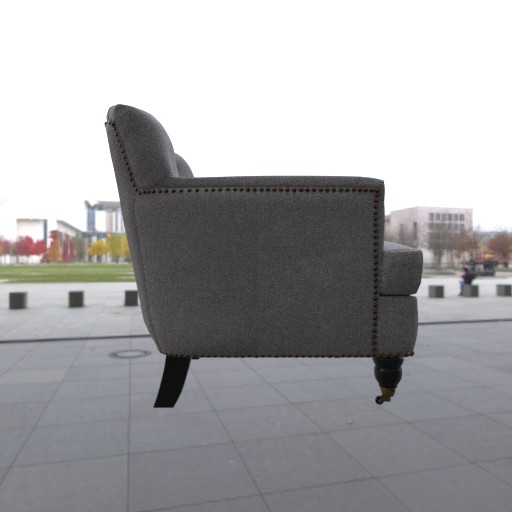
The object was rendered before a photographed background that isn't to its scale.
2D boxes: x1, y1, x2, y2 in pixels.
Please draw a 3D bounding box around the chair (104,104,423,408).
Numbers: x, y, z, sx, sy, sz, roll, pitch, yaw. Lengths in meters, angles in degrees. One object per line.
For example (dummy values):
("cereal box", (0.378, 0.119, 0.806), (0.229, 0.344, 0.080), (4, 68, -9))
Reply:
("chair", (0.000, 0.000, 1.507), (0.902, 0.823, 0.737), (0, 0, -1))
